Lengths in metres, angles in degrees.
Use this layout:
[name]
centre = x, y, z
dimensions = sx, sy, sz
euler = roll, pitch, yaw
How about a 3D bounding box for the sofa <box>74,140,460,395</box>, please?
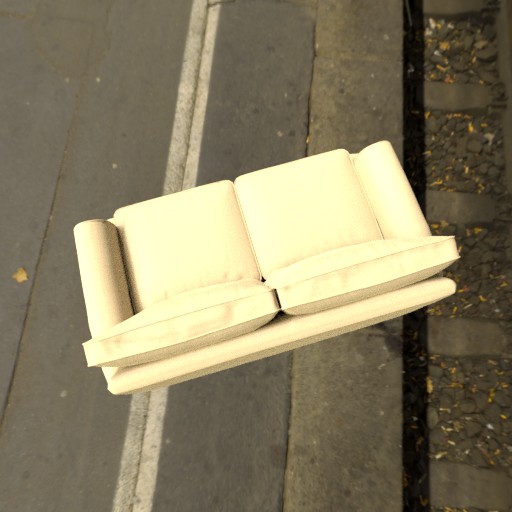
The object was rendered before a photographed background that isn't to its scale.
[sofa]
centre = 0.000, 0.000, 2.228
dimensions = 1.665, 0.937, 0.964
euler = -16, 76, -4
